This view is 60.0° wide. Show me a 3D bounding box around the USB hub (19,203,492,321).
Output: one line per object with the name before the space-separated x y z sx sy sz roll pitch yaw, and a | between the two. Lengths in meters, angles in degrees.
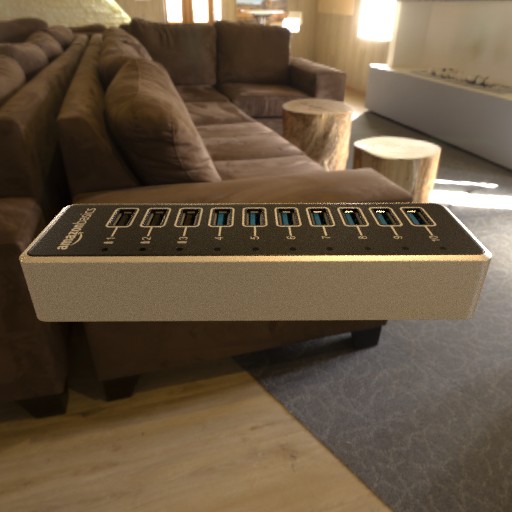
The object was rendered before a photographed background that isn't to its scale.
USB hub | 0.000 0.000 0.157 0.145 0.023 0.044 0 30 0
